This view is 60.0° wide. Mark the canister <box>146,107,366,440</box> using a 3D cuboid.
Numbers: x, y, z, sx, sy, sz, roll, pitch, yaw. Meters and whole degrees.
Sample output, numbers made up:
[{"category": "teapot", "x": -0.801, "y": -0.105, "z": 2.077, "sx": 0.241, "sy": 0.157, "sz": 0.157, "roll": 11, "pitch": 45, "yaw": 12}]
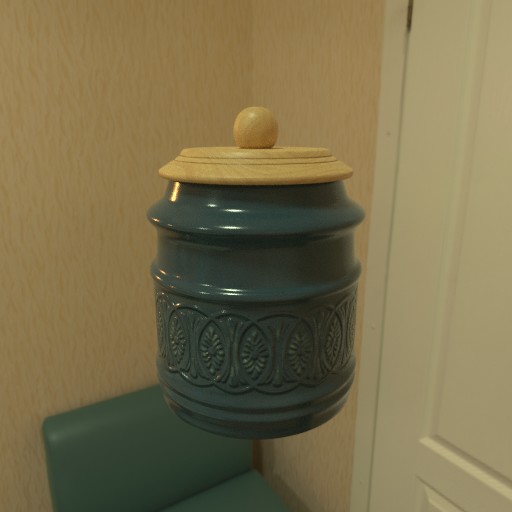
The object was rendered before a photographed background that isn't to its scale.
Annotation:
[{"category": "canister", "x": 0.000, "y": 0.000, "z": 0.276, "sx": 0.130, "sy": 0.176, "sz": 0.130, "roll": 0, "pitch": 15, "yaw": 0}]
